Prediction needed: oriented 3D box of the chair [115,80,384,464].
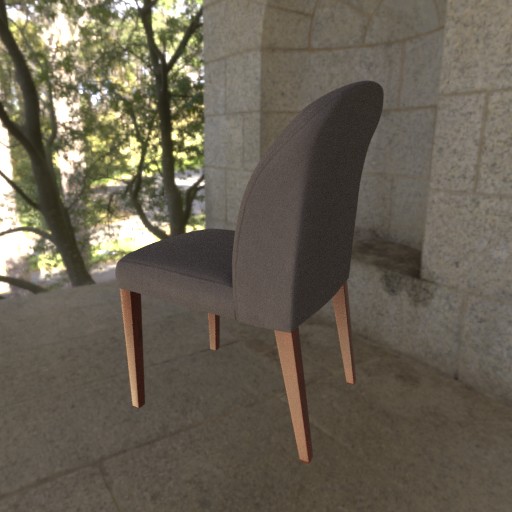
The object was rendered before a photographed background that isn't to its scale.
[{"bbox_3d":[0.000,0.000,1.242,0.619,0.879,0.506,7,16,26],"label":"chair"}]
